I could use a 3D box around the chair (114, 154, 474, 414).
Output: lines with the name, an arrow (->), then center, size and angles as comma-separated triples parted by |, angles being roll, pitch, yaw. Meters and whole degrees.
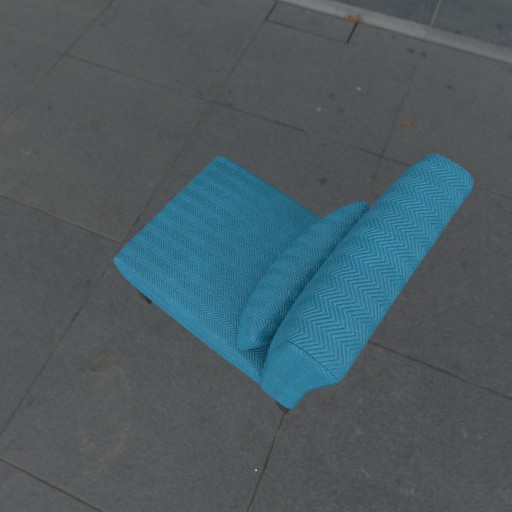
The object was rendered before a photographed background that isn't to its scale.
chair -> 0.000, 0.000, 1.385 | 0.808, 0.927, 0.579 | 35, 69, 16
